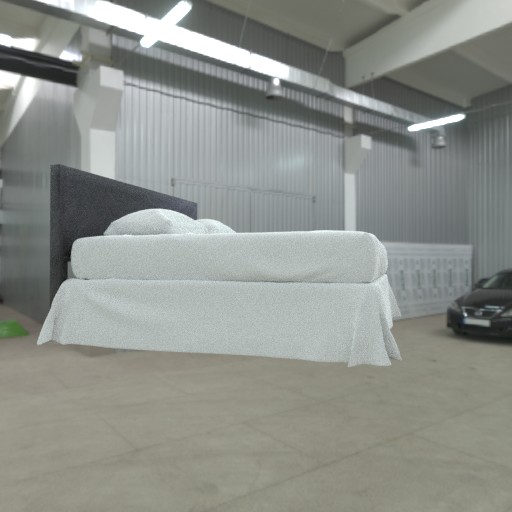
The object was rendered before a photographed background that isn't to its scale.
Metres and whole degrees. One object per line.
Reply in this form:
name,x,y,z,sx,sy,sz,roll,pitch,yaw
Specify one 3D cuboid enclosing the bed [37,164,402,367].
bed,0.000,0.000,3.473,2.165,1.158,2.255,0,-1,18
